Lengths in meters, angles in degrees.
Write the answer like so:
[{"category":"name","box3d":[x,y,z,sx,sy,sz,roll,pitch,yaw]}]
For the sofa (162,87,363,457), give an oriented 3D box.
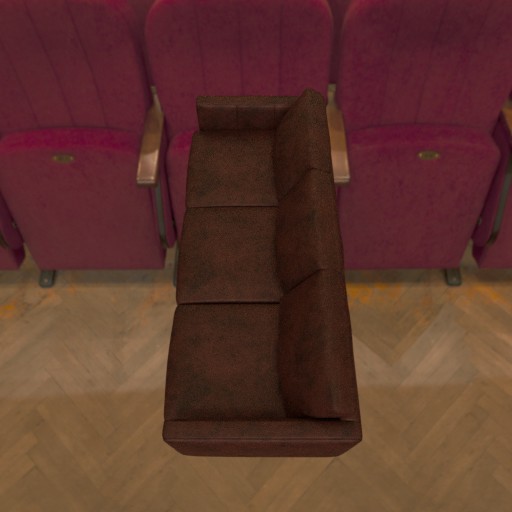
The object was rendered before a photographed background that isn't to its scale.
[{"category":"sofa","box3d":[0.000,0.000,3.010,1.045,1.006,2.464,0,60,0]}]
